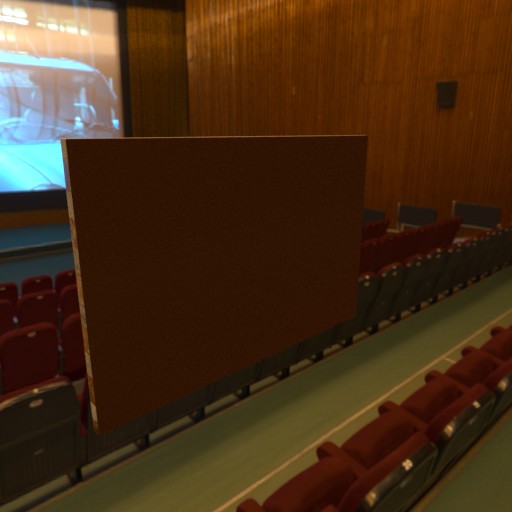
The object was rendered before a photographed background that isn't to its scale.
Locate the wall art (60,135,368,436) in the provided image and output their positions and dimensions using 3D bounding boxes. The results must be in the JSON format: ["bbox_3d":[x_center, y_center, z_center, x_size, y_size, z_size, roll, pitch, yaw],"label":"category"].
[{"bbox_3d":[0.000,0.000,1.172,0.932,0.610,0.027,-14,21,-41],"label":"wall art"}]
